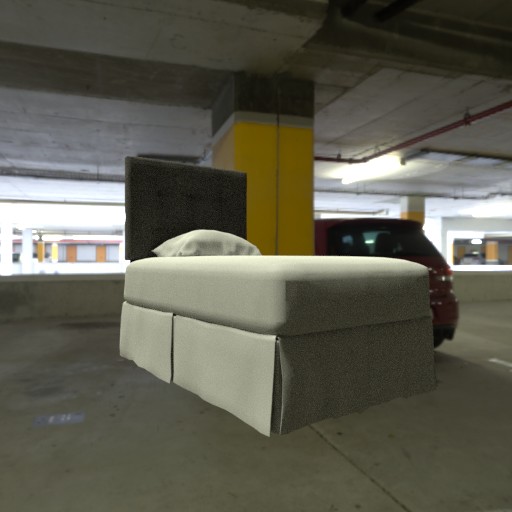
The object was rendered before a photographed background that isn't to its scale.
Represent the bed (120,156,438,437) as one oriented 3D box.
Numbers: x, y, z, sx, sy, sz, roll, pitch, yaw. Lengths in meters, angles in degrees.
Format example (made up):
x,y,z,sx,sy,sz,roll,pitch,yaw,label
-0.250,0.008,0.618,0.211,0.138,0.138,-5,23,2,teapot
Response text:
x,y,z,sx,sy,sz,roll,pitch,yaw,label
0.000,0.000,3.024,1.261,1.571,1.997,0,0,-36,bed
